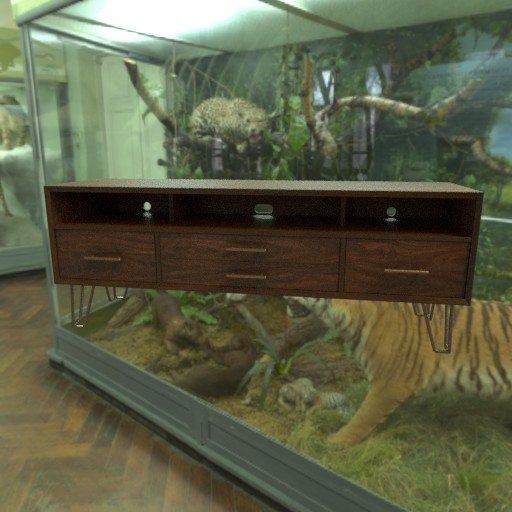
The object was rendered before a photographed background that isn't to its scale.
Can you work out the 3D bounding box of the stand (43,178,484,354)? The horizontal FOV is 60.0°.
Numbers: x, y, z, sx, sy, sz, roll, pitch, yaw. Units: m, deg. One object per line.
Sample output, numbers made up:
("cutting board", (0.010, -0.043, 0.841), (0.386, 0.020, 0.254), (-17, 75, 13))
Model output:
("stand", (0.000, 0.000, 1.901), (1.626, 0.610, 0.481), (2, 14, 9))
